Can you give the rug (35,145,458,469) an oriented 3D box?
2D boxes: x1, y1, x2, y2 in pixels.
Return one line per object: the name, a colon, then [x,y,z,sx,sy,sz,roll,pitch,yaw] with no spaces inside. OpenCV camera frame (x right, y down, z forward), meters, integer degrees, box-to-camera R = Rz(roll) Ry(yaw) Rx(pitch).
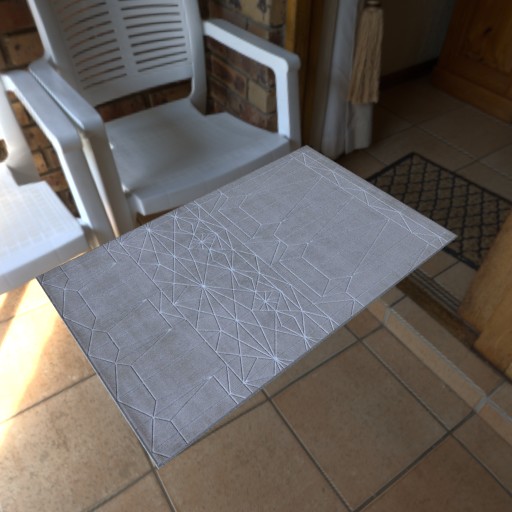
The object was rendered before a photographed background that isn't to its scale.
rug: [0.000,0.000,2.991,2.438,0.012,1.524,-31,54,-26]
